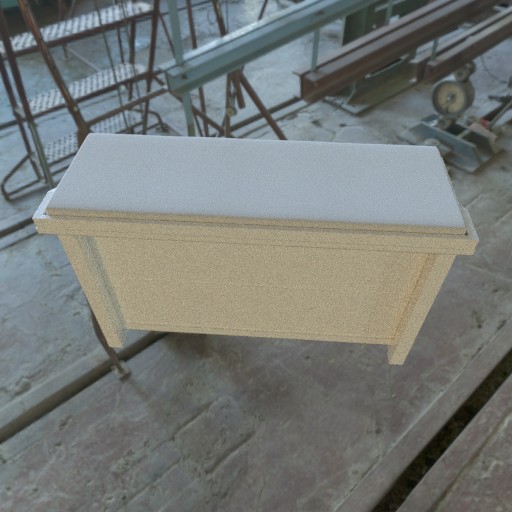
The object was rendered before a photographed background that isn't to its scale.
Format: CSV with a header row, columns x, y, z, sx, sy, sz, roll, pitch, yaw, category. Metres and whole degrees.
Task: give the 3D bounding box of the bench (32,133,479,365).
x,y,z,sx,sy,sz,roll,pitch,yaw,category
0.000,0.000,1.290,0.987,0.589,0.346,3,48,3,bench
